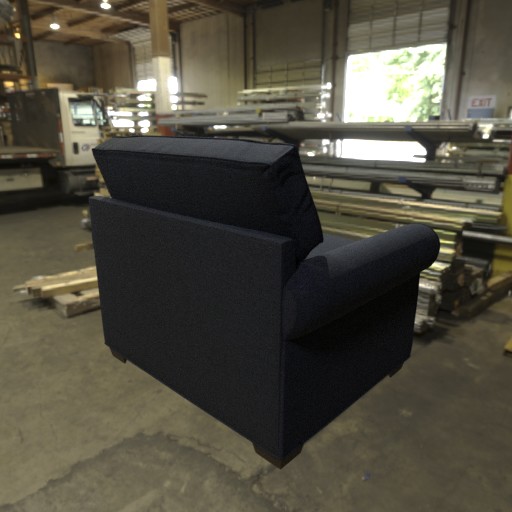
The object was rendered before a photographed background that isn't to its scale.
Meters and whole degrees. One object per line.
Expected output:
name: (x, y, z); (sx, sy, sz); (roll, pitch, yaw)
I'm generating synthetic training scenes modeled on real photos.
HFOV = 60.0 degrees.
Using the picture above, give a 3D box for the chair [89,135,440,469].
chair: (0.000, 0.000, 1.972); (1.285, 1.044, 0.963); (15, 23, 41)
